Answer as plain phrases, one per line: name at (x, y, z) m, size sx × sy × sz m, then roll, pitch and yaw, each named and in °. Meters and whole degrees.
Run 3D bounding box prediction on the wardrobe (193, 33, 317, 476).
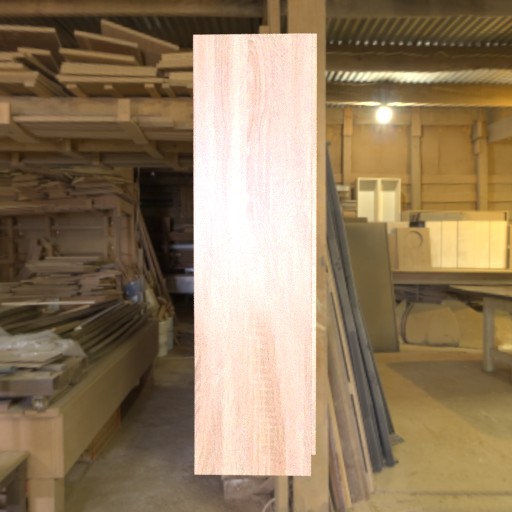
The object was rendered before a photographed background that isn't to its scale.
wardrobe at (0.000, 0.000, 2.374) m, size 0.588 × 2.117 × 0.496 m, roll 0°, pitch 1°, yaw 1°
